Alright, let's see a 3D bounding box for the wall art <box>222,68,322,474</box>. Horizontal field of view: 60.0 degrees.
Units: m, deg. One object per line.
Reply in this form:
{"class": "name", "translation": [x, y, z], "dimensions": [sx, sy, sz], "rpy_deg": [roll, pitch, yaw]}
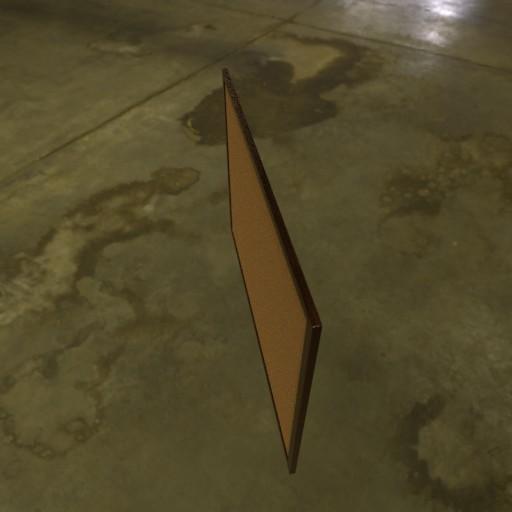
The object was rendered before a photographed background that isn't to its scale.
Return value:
{"class": "wall art", "translation": [0.000, 0.000, 1.059], "dimensions": [0.014, 0.559, 0.816], "rpy_deg": [-8, 46, -8]}
